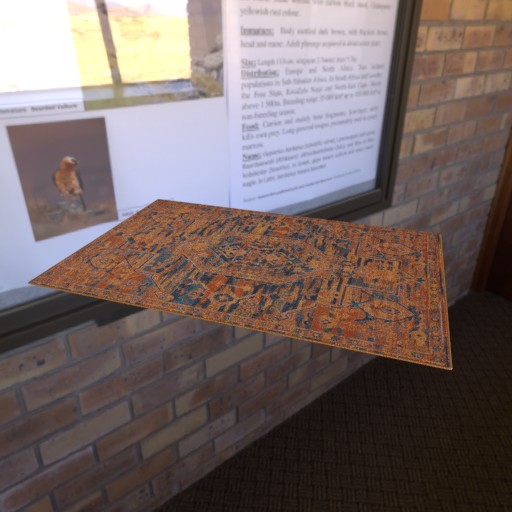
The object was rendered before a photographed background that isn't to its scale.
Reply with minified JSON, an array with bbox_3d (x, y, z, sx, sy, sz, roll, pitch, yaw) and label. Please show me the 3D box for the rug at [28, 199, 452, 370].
[{"bbox_3d":[0.000,0.000,2.200,1.758,0.013,1.148,9,28,17],"label":"rug"}]
